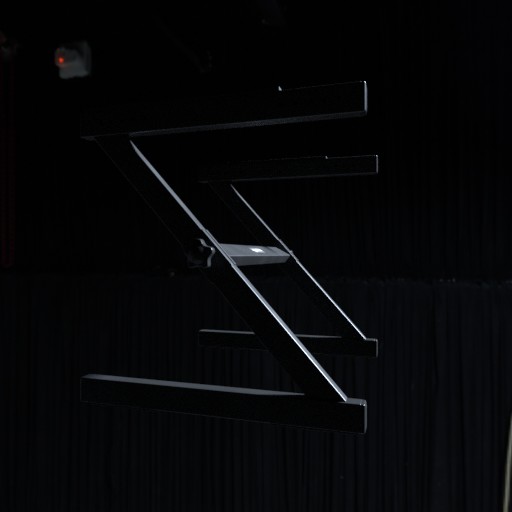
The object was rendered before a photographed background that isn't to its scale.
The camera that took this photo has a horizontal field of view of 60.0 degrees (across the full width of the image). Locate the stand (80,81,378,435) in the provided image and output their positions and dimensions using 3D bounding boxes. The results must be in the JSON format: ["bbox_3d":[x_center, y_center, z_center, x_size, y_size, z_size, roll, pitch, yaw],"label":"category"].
[{"bbox_3d":[0.000,0.000,1.142,0.586,0.617,0.700,0,0,17],"label":"stand"}]
